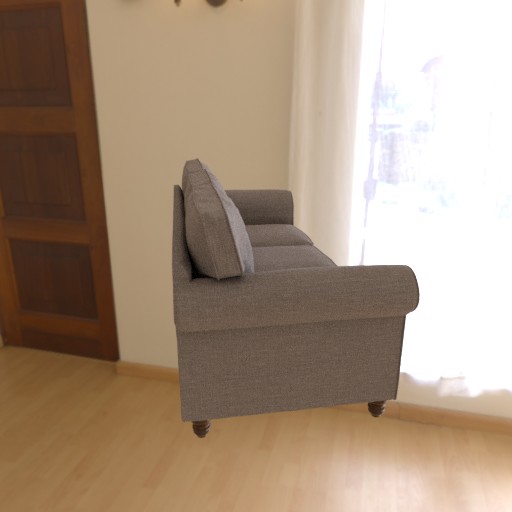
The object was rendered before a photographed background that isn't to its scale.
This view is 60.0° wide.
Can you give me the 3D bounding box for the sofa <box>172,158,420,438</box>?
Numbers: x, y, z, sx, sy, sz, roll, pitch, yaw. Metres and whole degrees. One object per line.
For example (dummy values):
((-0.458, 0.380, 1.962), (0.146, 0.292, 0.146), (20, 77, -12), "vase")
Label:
((0.000, 0.000, 2.563), (0.916, 0.961, 2.084), (-3, 18, -9), "sofa")
